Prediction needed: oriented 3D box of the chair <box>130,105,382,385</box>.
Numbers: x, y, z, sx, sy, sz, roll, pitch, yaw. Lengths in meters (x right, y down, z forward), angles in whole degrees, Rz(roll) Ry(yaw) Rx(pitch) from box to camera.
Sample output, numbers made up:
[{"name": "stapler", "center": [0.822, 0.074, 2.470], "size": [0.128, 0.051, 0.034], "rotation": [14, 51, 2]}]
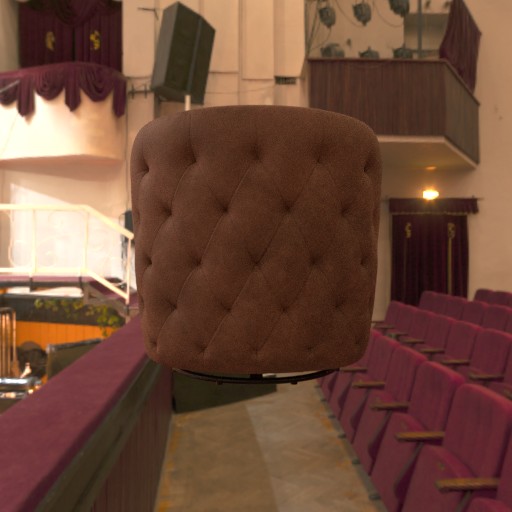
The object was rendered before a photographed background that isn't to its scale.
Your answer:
[{"name": "chair", "center": [0.000, 0.000, 1.577], "size": [0.850, 0.790, 0.870], "rotation": [0, 0, 0]}]
